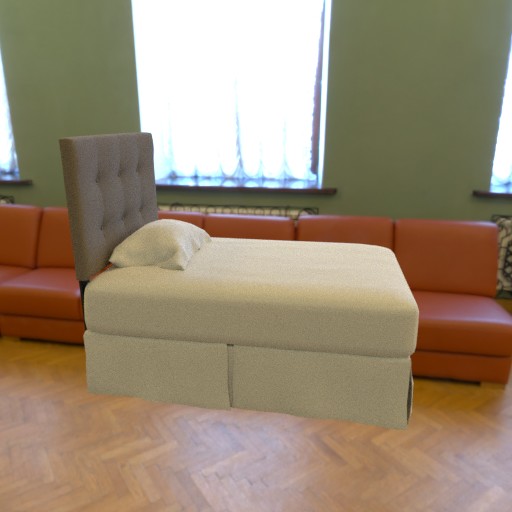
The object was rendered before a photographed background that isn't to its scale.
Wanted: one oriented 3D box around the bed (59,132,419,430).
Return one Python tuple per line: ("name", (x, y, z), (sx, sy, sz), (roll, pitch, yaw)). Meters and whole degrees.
("bed", (0.000, 0.000, 2.974), (1.997, 1.571, 1.261), (3, 17, 9))
